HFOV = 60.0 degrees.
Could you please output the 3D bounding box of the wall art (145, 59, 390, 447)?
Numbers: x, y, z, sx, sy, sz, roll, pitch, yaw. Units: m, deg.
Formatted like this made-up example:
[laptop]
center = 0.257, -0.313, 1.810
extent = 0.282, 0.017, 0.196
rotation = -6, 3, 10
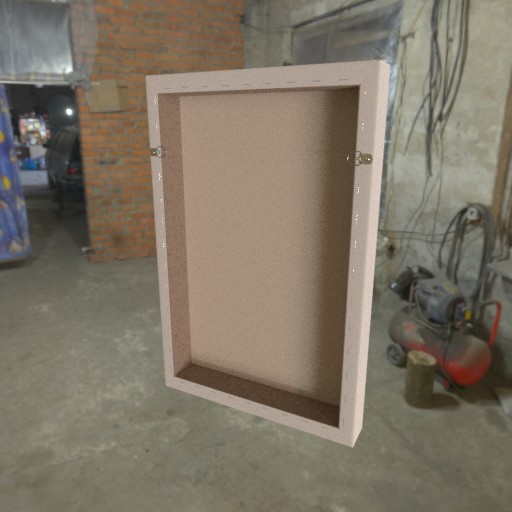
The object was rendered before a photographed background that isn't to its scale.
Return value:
[wall art]
center = 0.000, 0.000, 0.491
extent = 0.252, 0.381, 0.039
rotation = 8, 18, 27
